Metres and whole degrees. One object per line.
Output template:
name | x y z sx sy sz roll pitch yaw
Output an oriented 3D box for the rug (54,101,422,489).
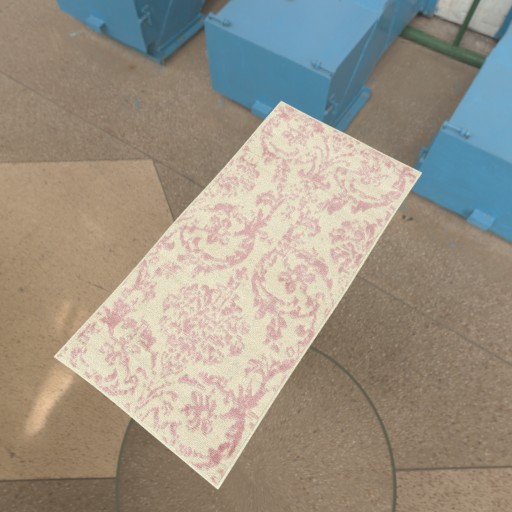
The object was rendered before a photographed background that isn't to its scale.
rug | 0.000 0.000 1.442 0.604 0.007 1.219 32 68 14
